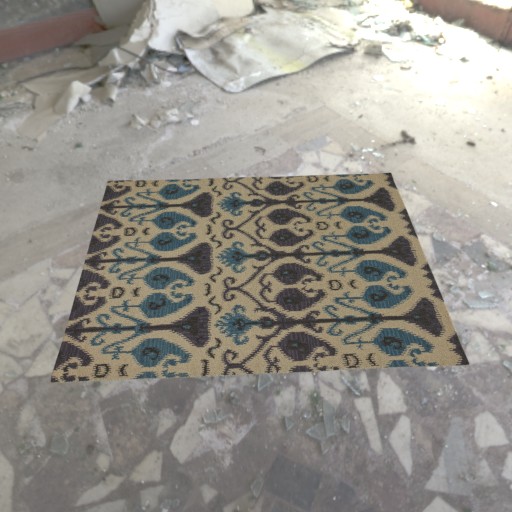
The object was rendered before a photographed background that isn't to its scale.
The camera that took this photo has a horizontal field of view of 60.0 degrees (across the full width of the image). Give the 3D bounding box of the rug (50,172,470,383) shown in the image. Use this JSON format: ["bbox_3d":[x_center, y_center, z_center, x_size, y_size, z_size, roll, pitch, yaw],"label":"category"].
[{"bbox_3d":[0.000,0.000,4.210,3.228,0.024,2.443,-2,48,-2],"label":"rug"}]
